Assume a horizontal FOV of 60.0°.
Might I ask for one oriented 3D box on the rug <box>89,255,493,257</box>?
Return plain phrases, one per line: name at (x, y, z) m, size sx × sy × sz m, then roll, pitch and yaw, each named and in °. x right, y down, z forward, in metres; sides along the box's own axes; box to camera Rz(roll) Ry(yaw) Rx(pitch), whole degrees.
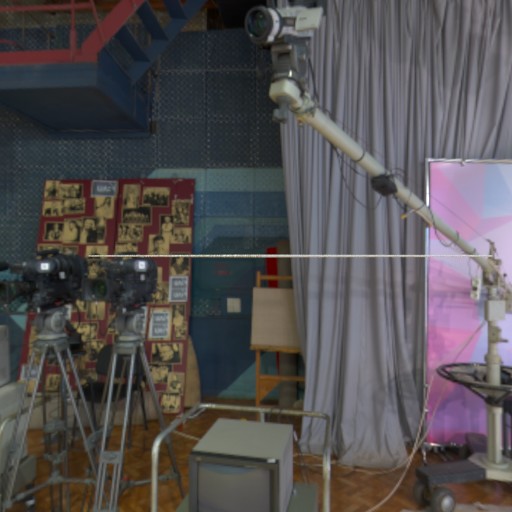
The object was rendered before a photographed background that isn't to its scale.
rug at (0.000, 0.000, 2.300) m, size 1.226 × 0.007 × 1.815 m, roll 0°, pitch 0°, yaw -35°
